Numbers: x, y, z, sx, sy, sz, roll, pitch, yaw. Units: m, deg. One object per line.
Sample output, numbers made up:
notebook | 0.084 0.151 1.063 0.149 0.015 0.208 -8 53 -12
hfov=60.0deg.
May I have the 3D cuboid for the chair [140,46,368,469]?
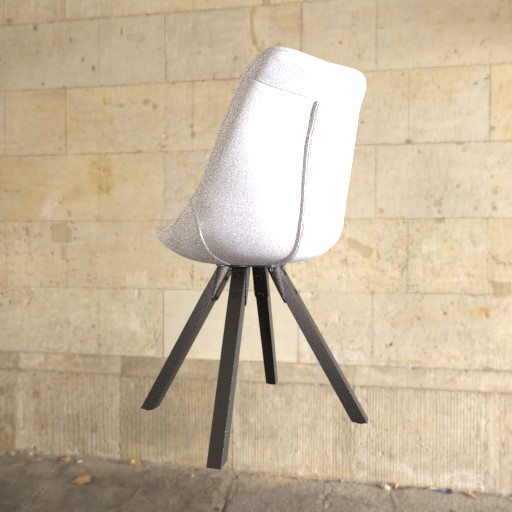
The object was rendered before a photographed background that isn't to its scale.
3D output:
chair | 0.000 0.000 1.162 0.485 0.850 0.550 -1 1 -34
